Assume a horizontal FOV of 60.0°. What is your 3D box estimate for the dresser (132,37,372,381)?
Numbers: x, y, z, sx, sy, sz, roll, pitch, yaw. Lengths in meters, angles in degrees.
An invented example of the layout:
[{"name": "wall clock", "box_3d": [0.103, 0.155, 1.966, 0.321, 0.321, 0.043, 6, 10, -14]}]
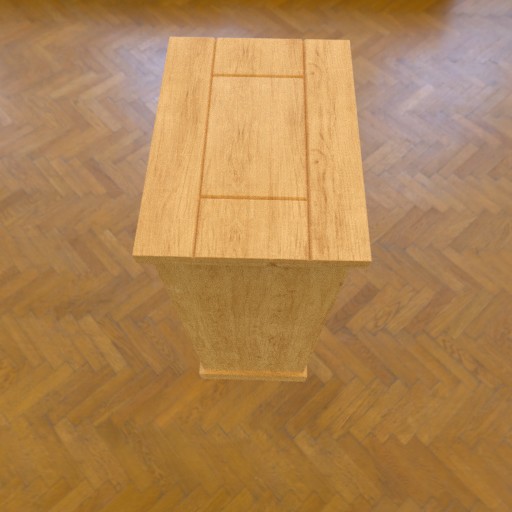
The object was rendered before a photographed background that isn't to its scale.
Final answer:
[{"name": "dresser", "box_3d": [0.000, 0.000, 1.305, 0.390, 1.041, 0.531, 1, 63, 1]}]
